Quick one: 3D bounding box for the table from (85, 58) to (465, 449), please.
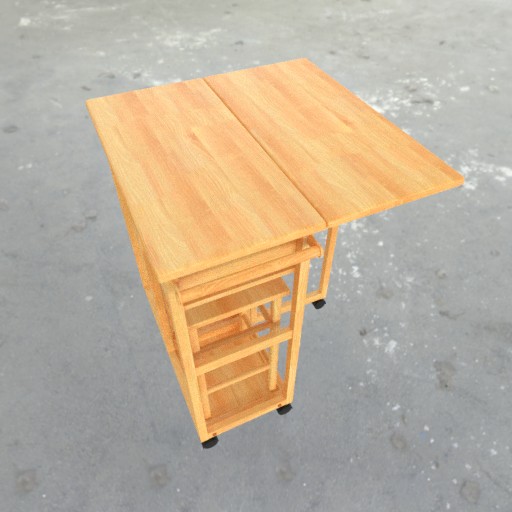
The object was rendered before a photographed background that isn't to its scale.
[{"bbox_3d":[0.000,0.000,1.378,0.693,0.832,0.752,-18,48,-17],"label":"table"}]
